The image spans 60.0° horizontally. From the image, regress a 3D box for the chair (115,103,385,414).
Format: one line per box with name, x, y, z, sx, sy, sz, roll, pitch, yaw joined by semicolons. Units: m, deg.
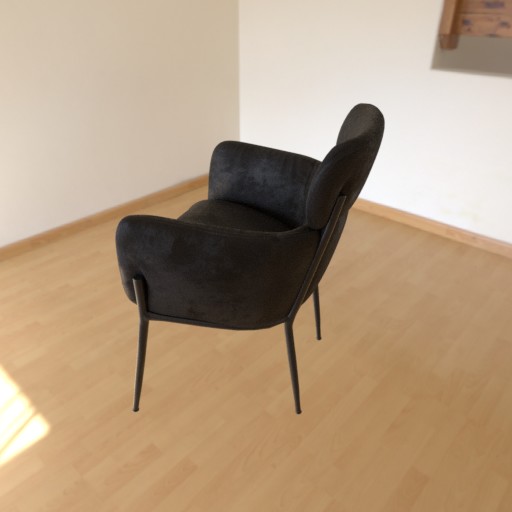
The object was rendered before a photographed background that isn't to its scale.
chair;0.000;0.000;1.274;0.604;0.818;0.640;9;32;15
